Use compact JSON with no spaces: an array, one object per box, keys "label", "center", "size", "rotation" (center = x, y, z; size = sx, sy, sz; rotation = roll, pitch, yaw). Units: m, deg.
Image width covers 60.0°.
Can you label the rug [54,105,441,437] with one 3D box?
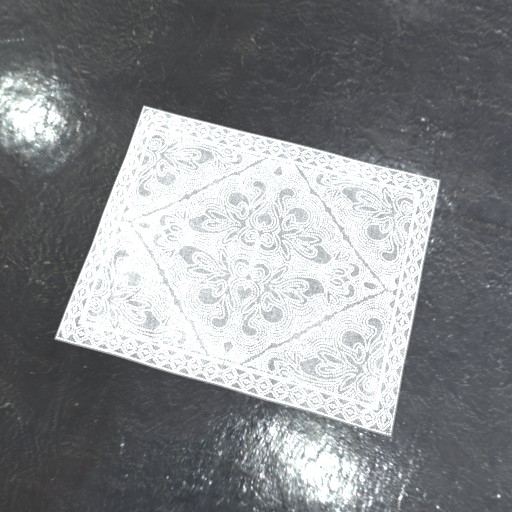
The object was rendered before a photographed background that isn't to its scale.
[{"label":"rug","center":[0.000,0.000,4.097],"size":[3.048,0.012,2.438],"rotation":[16,77,4]}]
